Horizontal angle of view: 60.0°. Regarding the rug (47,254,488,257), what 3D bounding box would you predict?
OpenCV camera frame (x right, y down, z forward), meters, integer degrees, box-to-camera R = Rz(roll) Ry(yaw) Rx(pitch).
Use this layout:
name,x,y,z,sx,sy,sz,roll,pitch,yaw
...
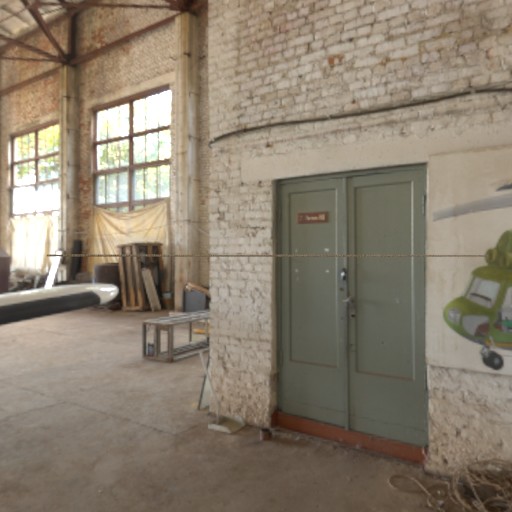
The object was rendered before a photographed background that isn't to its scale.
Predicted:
name,x,y,z,sx,sy,sz,roll,pitch,yaw
rug,0.000,0.000,2.193,1.752,0.006,1.142,0,0,-19
